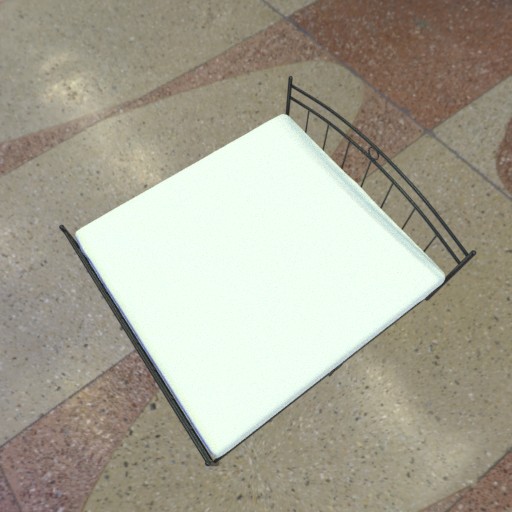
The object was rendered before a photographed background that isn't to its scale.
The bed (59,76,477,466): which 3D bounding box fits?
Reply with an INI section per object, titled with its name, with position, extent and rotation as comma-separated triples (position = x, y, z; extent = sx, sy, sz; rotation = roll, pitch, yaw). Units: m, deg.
[bed]
position = 0.000, 0.000, 3.159
extent = 2.040, 0.940, 1.880
rotation = -33, 69, -15
